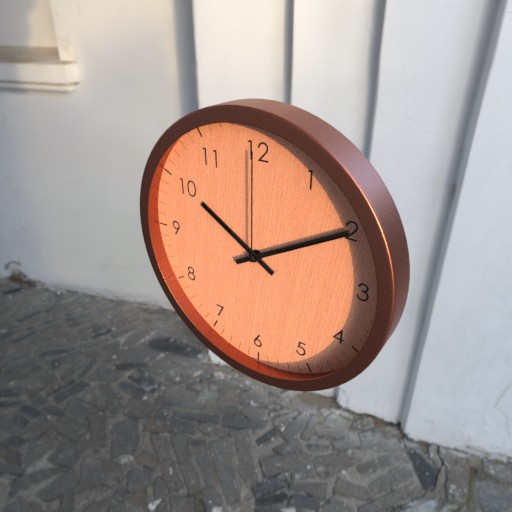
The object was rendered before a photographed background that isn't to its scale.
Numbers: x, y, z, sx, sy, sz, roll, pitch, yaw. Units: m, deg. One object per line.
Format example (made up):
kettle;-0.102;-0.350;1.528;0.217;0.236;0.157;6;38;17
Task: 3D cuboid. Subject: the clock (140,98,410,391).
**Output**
clock;0.000;0.000;0.471;0.313;0.313;0.040;19;35;30
